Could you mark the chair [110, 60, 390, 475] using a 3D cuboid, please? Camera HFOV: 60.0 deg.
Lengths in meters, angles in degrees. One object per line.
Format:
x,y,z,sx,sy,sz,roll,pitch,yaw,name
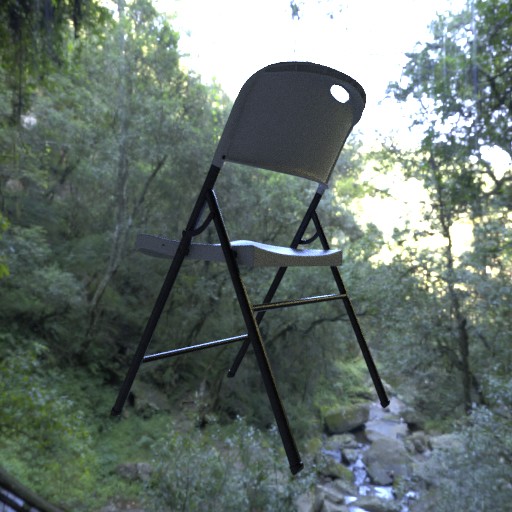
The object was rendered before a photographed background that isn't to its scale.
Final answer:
0.000,0.000,1.163,0.566,0.810,0.494,-1,-1,36,chair
